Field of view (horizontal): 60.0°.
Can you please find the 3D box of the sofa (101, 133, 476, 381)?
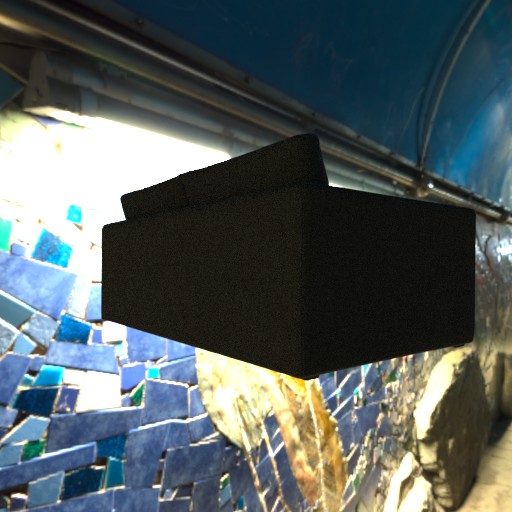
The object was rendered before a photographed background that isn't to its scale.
[{"bbox_3d":[0.000,0.000,2.443,1.091,0.845,1.909,1,-1,-37],"label":"sofa"}]
